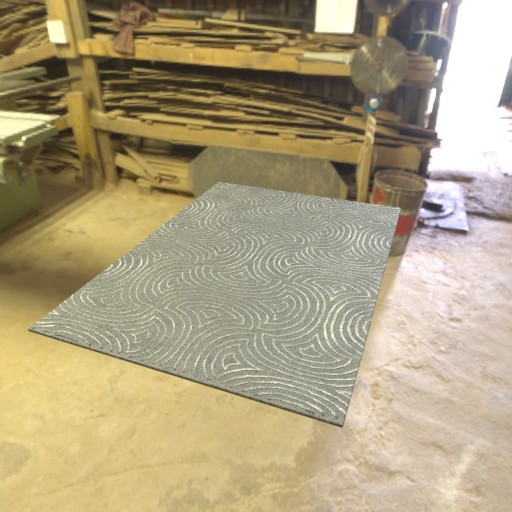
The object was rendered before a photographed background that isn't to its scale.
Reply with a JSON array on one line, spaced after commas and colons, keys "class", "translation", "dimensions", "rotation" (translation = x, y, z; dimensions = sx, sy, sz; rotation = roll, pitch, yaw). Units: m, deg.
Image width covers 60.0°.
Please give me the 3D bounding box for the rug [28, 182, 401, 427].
[{"class": "rug", "translation": [0.000, 0.000, 2.772], "dimensions": [1.543, 0.015, 2.144], "rotation": [11, 32, 18]}]
